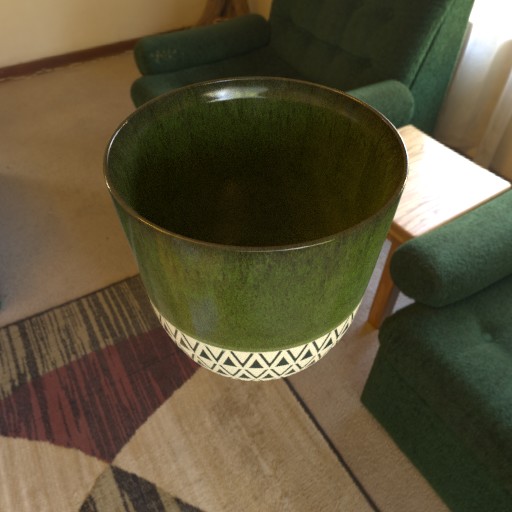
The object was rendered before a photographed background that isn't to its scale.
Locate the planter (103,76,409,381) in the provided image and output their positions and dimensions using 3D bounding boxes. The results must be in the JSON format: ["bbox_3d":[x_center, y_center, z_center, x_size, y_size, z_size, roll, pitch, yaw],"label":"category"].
[{"bbox_3d":[0.000,0.000,0.461,0.245,0.270,0.245,0,47,0],"label":"planter"}]
